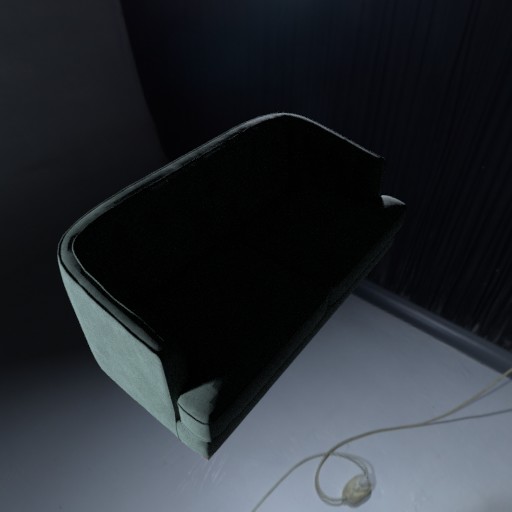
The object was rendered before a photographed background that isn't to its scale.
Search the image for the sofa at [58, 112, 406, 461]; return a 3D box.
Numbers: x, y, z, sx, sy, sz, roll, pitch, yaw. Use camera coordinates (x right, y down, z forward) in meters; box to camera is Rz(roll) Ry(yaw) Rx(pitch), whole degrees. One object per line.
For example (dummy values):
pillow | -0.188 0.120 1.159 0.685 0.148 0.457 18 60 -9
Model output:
sofa | 0.000 0.000 2.293 0.941 0.855 1.733 28 49 27
